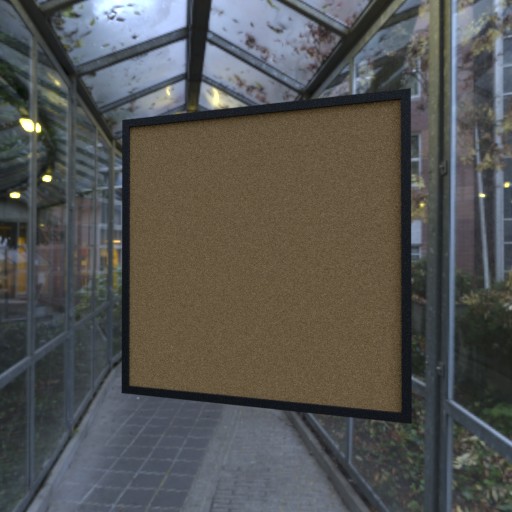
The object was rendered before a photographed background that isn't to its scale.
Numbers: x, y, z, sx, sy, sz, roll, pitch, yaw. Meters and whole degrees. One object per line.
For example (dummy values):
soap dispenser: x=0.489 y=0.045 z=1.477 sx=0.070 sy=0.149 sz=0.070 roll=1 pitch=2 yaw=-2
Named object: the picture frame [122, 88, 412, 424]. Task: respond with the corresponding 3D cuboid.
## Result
picture frame: x=0.000 y=0.000 z=0.481 sx=0.317 sy=0.317 sz=0.030 roll=0 pitch=0 yaw=18
